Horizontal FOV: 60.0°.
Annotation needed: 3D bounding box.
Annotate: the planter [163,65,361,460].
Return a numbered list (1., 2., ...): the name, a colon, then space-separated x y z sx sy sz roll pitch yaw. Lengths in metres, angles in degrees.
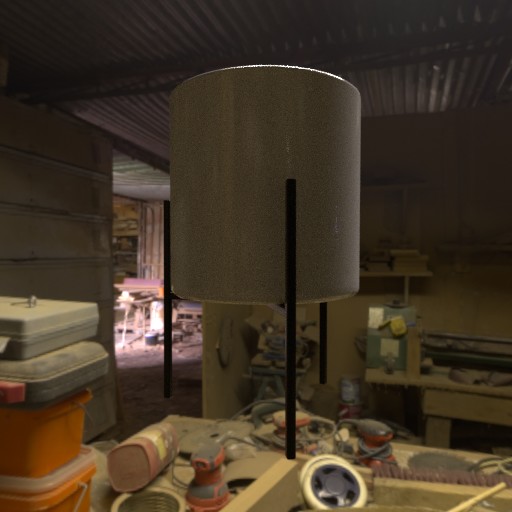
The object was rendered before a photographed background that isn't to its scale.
1. planter: 0.000 0.000 0.521 0.239 0.356 0.239 0 1 18
